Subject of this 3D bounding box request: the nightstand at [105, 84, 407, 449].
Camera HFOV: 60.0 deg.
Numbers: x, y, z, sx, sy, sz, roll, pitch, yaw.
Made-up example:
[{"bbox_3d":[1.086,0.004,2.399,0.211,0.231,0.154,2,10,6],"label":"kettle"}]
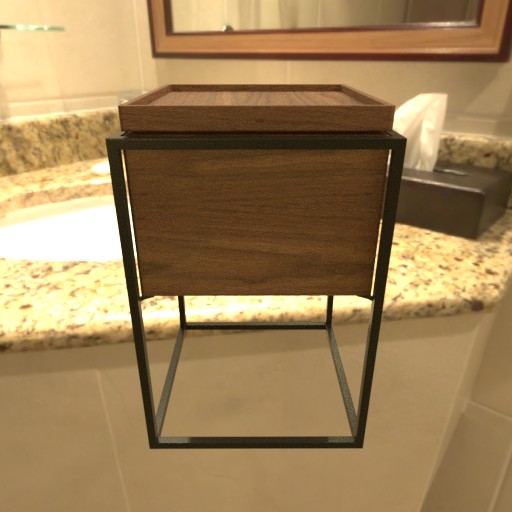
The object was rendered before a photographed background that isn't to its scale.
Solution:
[{"bbox_3d":[0.000,0.000,0.873,0.397,0.607,0.397,0,25,0],"label":"nightstand"}]
